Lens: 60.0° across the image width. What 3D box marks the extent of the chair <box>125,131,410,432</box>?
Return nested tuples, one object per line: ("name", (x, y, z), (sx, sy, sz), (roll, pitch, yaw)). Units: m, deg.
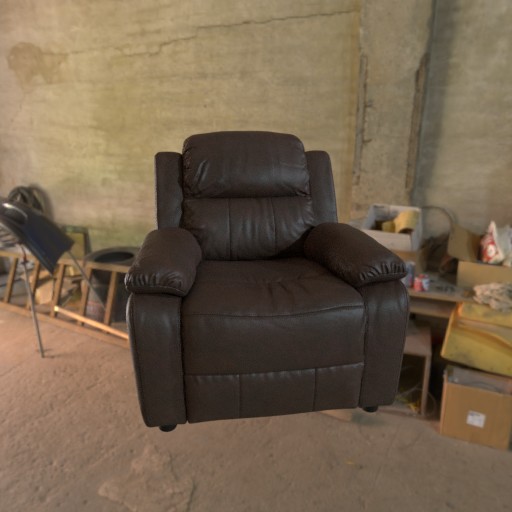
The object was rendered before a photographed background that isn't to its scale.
("chair", (0.000, 0.000, 1.302), (0.680, 0.702, 0.707), (-2, 17, -8))
